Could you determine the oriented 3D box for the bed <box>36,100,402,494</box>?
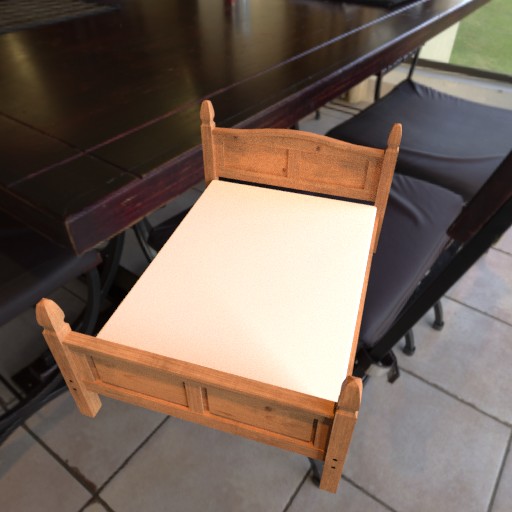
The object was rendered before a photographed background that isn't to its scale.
[{"bbox_3d":[0.000,0.000,2.798,1.490,1.100,2.069,11,42,13],"label":"bed"}]
